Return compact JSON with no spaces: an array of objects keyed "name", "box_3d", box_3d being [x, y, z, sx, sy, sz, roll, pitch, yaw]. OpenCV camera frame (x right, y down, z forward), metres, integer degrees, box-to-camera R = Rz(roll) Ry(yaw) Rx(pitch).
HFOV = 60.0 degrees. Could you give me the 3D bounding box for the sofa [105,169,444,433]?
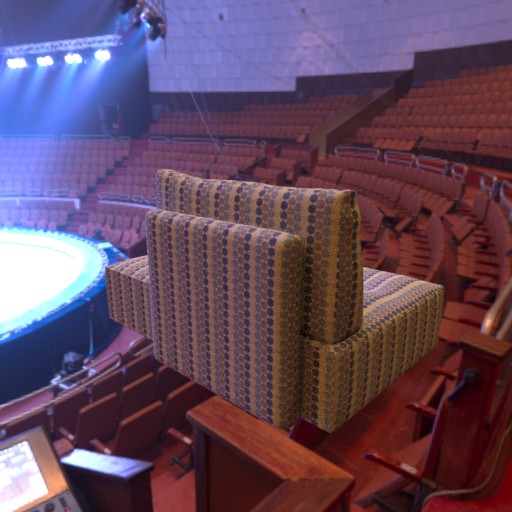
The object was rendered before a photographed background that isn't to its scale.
[{"name":"sofa","box_3d":[0.000,0.000,2.094,1.450,0.820,1.000,14,20,41]}]
